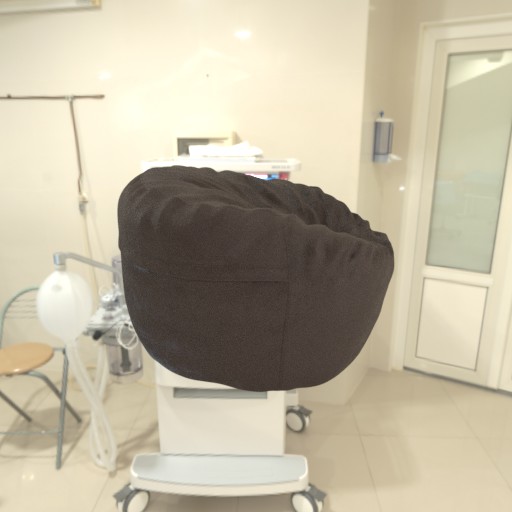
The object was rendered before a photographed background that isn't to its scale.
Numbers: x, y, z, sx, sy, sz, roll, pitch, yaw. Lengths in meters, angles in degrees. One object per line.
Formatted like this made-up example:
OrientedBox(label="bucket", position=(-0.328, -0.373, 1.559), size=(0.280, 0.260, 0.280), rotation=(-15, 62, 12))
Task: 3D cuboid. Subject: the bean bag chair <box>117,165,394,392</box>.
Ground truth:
OrientedBox(label="bean bag chair", position=(0.000, 0.000, 2.106), size=(1.245, 0.821, 1.245), rotation=(0, 16, 0))
